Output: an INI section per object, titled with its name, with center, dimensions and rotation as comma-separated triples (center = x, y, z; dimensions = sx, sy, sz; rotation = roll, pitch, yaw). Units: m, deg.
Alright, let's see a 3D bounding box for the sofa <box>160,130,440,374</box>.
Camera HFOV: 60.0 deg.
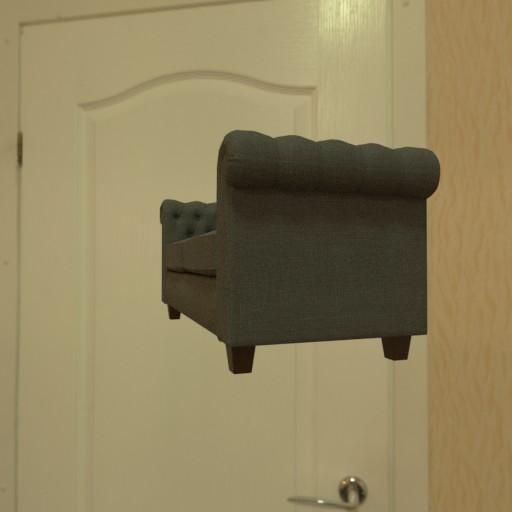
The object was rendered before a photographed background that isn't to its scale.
[sofa]
center = 0.000, 0.000, 2.279
dimensions = 0.783, 0.797, 1.798
rotation = 0, -1, -19
